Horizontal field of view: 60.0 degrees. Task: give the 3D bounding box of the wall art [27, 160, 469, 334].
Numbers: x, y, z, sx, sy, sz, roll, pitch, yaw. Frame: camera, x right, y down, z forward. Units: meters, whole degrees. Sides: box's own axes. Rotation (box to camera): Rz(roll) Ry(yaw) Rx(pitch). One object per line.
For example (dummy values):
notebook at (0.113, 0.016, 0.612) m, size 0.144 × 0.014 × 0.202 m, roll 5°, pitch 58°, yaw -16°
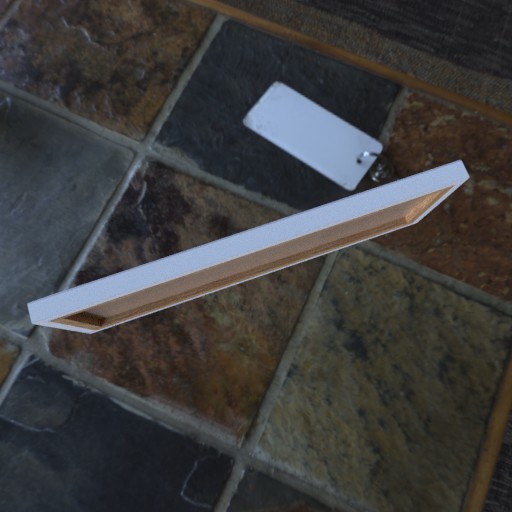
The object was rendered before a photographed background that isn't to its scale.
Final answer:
wall art at (0.000, 0.000, 0.862) m, size 0.766 × 0.256 × 0.036 m, roll -19°, pitch 77°, yaw -4°
